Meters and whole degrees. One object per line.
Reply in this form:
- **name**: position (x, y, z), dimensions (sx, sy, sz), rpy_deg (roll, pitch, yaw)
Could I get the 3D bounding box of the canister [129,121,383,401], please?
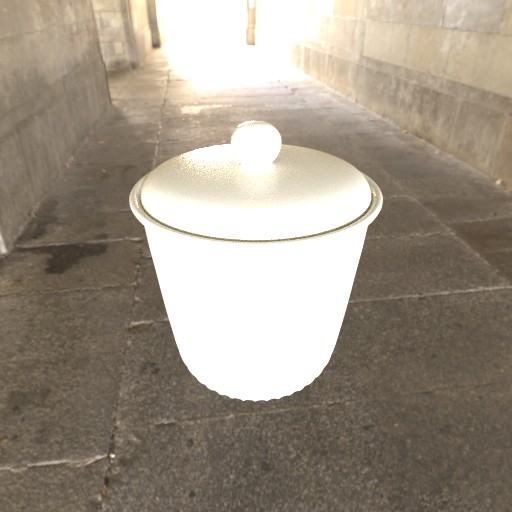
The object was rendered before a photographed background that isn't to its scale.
- **canister**: position (0.000, 0.000, 0.355), dimensions (0.181, 0.211, 0.181), rpy_deg (0, 30, 0)
